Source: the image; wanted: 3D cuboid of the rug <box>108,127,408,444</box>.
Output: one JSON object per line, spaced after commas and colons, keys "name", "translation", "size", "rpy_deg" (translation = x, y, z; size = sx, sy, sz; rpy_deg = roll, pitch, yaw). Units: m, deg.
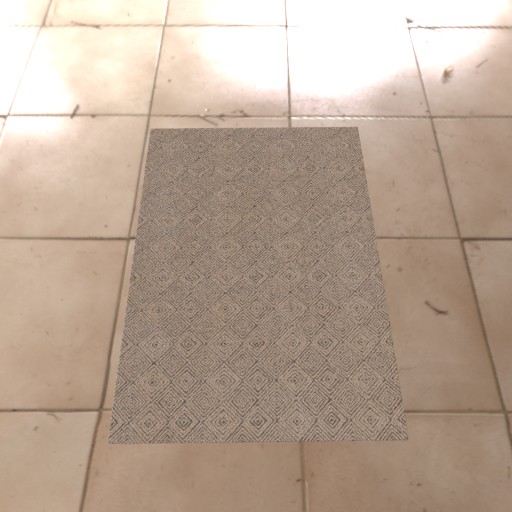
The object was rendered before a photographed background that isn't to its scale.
{"name": "rug", "translation": [0.000, 0.000, 2.879], "size": [1.593, 0.008, 2.238], "rpy_deg": [-1, 62, 0]}
